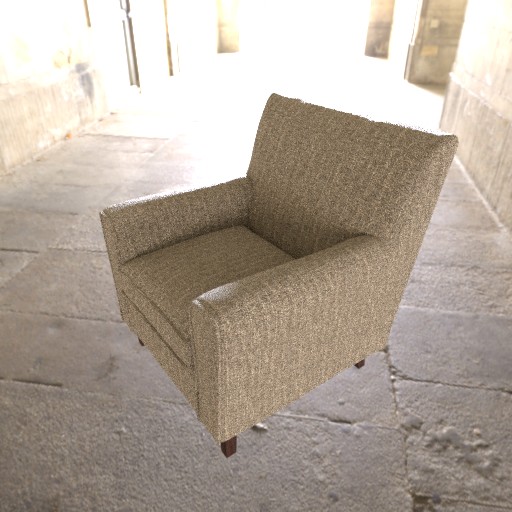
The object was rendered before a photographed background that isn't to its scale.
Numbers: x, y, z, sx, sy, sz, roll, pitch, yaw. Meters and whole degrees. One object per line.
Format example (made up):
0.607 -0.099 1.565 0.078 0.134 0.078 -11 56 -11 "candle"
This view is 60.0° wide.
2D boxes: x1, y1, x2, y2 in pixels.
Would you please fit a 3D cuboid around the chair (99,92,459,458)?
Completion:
0.000 0.000 1.611 0.873 0.928 0.864 -21 36 -31 "chair"
